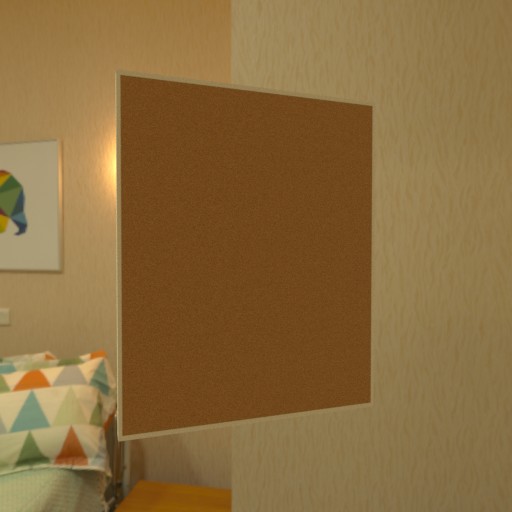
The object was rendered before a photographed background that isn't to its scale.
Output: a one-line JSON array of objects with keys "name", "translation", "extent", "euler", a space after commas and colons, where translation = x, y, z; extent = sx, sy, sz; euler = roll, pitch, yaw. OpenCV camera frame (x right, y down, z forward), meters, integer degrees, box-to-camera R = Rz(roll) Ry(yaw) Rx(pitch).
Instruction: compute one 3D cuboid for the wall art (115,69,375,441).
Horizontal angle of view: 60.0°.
[{"name": "wall art", "translation": [0.000, 0.000, 0.739], "extent": [0.443, 0.549, 0.030], "euler": [0, 1, -19]}]
